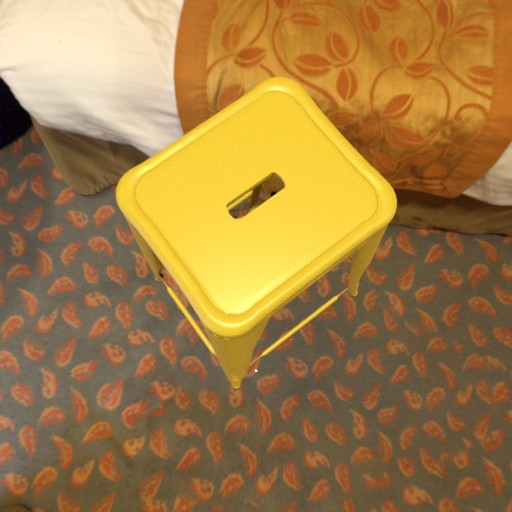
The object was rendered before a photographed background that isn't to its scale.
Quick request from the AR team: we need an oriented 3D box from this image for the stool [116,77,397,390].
[{"bbox_3d":[0.000,0.000,0.849,0.399,0.609,0.359,-37,78,-9],"label":"stool"}]
